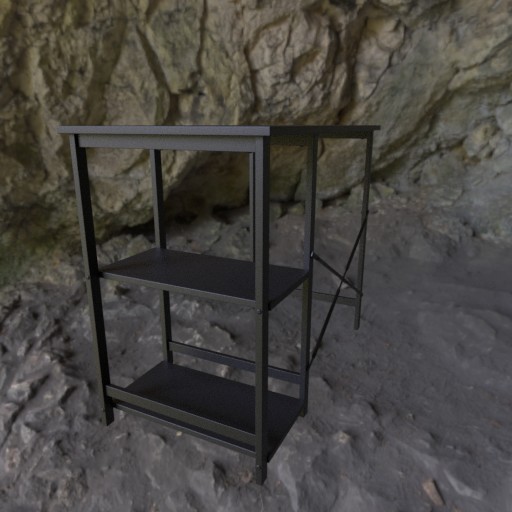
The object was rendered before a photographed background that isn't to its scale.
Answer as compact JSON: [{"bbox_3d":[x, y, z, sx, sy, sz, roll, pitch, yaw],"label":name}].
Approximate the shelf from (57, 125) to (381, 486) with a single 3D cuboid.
[{"bbox_3d":[0.000,0.000,1.326,0.498,0.749,0.902,8,18,25],"label":"shelf"}]
